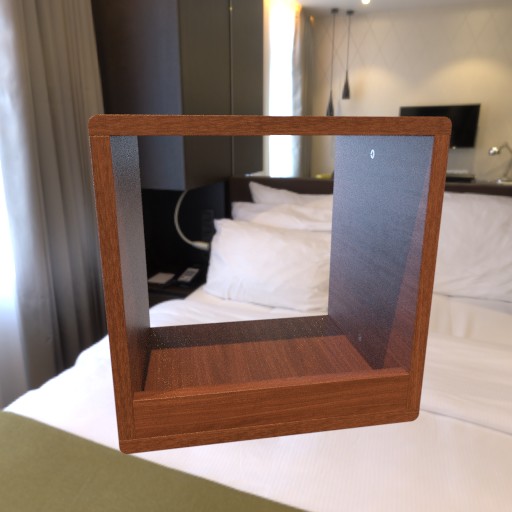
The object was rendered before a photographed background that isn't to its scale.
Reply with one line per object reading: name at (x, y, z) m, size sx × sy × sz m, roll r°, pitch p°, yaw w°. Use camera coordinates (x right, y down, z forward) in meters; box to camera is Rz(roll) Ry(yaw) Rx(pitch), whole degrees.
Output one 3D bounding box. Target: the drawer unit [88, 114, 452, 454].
drawer unit at (0.000, 0.000, 0.599) m, size 0.349 × 0.351 × 0.290 m, roll -3°, pitch 16°, yaw -9°
